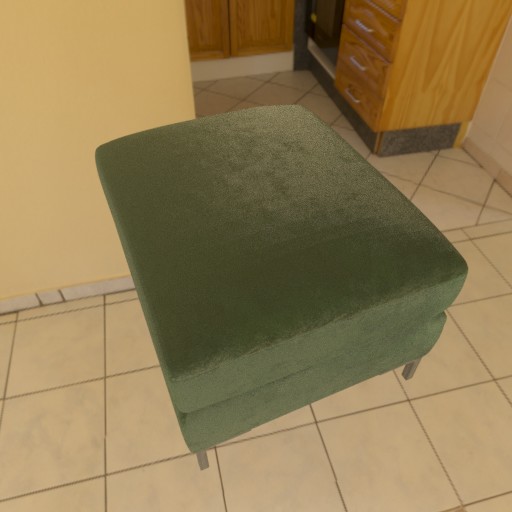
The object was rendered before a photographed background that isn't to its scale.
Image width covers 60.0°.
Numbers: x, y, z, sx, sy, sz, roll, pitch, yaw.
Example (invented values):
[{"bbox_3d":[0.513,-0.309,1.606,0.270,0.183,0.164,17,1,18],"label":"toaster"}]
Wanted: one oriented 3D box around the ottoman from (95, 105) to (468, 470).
[{"bbox_3d":[0.000,0.000,1.277,0.701,0.538,0.839,-17,48,-16],"label":"ottoman"}]
